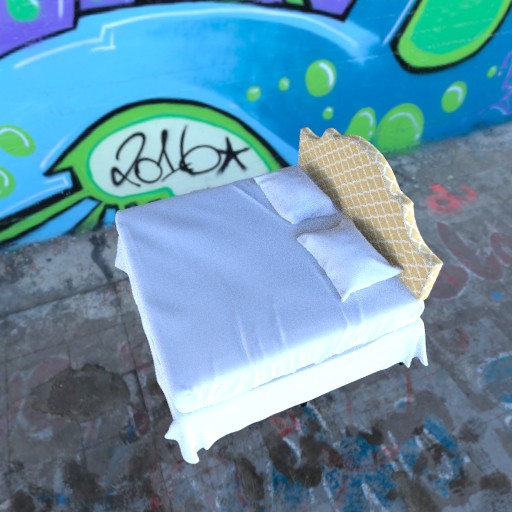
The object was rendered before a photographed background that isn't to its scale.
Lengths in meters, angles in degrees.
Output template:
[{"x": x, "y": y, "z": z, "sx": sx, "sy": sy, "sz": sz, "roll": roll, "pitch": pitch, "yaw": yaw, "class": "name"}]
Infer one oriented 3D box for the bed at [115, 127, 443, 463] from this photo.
[{"x": 0.000, "y": 0.000, "z": 3.668, "sx": 2.222, "sy": 1.601, "sz": 2.314, "roll": -17, "pitch": 48, "yaw": -16, "class": "bed"}]
